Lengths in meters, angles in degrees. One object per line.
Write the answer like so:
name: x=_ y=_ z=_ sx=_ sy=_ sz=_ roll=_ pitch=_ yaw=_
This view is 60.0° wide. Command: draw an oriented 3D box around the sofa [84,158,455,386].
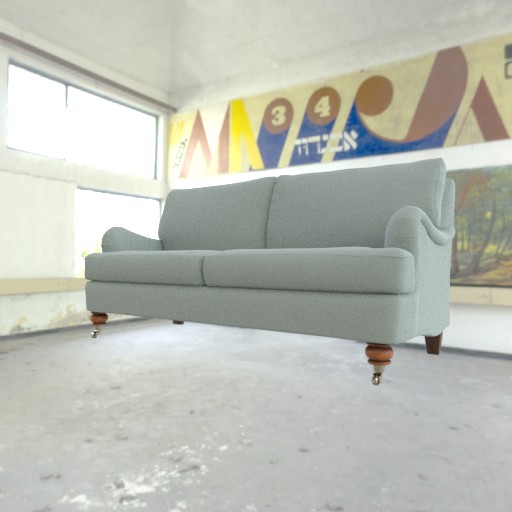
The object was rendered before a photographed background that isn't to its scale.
sofa: x=0.000 y=0.000 z=2.785 sx=2.193 sy=1.096 sz=1.069 roll=0 pitch=-1 yaw=35
